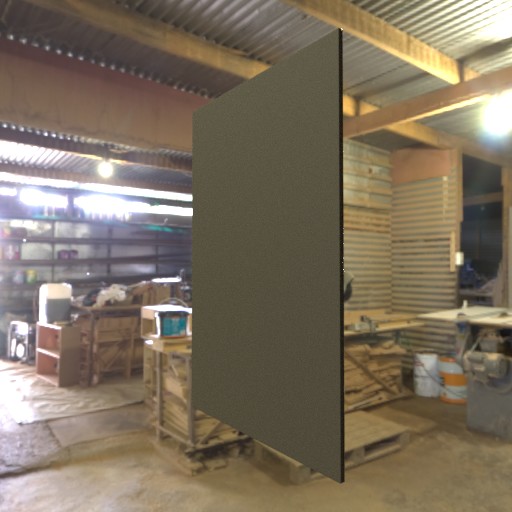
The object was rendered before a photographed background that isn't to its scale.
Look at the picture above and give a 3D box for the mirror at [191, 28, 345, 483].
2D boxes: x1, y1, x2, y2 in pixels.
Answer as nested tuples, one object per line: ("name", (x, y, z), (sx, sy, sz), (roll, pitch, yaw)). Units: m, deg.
("mirror", (0.000, 0.000, 1.144), (0.039, 0.914, 0.613), (1, -2, -37))
